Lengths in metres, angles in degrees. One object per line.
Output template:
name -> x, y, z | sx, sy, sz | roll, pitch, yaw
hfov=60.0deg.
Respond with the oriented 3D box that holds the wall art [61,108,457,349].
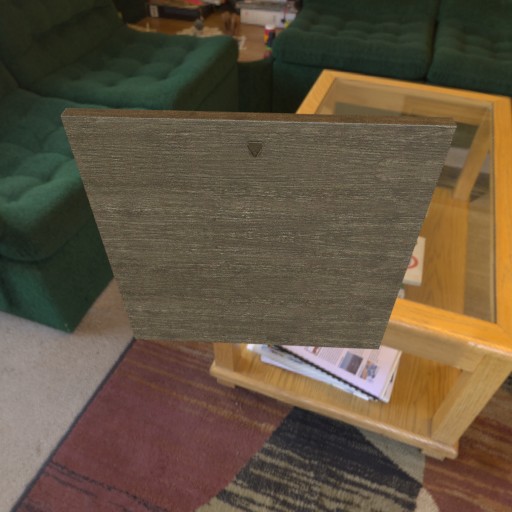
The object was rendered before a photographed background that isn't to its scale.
wall art -> 0.000, 0.000, 0.683 | 0.462, 0.459, 0.027 | 2, 45, 2
